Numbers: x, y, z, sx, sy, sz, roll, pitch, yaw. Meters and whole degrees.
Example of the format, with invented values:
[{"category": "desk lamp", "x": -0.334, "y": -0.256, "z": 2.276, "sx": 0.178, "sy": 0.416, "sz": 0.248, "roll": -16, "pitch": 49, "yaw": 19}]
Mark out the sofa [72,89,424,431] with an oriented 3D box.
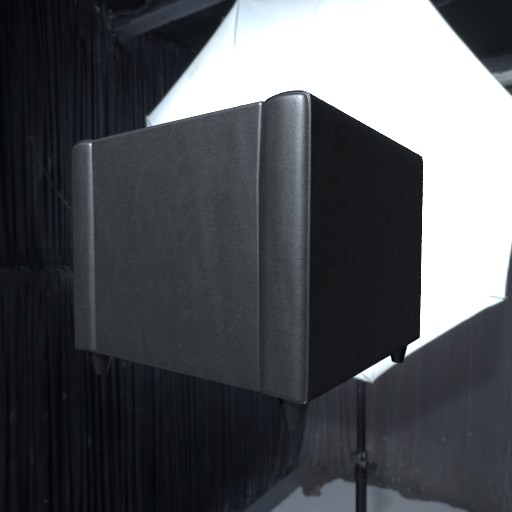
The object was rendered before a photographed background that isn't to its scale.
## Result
[{"category": "sofa", "x": 0.000, "y": 0.000, "z": 1.439, "sx": 0.839, "sy": 0.724, "sz": 0.809, "roll": 1, "pitch": 2, "yaw": 36}]
